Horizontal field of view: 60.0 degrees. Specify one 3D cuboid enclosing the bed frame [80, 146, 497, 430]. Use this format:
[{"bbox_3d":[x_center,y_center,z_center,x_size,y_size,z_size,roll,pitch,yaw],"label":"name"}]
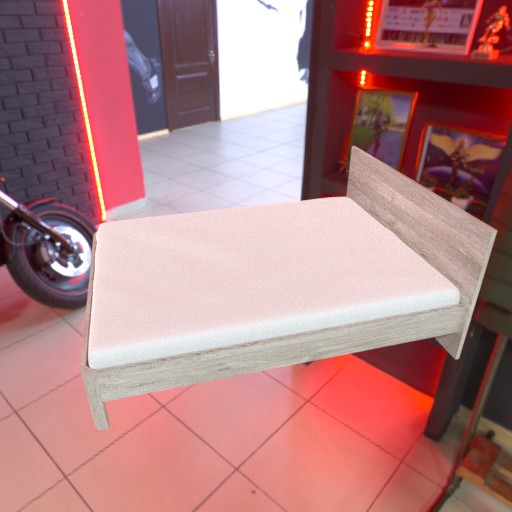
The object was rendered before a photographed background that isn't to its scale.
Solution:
[{"bbox_3d":[0.000,0.000,2.687,1.950,0.800,1.490,-8,30,-13],"label":"bed frame"}]
